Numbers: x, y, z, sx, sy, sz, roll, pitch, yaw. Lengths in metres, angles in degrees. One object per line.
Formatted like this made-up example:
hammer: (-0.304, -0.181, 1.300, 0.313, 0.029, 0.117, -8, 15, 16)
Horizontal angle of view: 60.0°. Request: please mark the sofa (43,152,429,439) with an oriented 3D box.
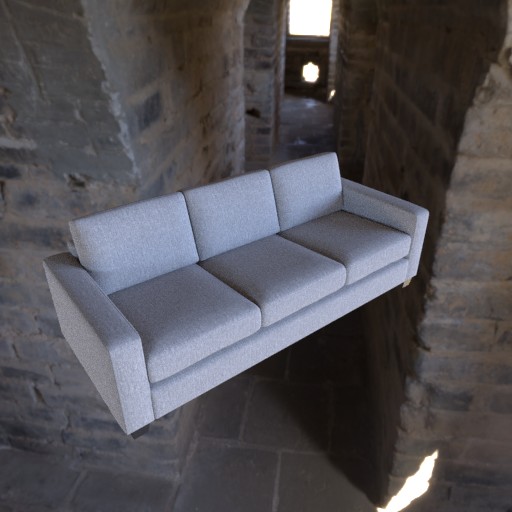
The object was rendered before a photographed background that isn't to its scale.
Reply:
sofa: (0.000, 0.000, 2.614, 2.120, 0.800, 0.900, -21, 36, -32)
